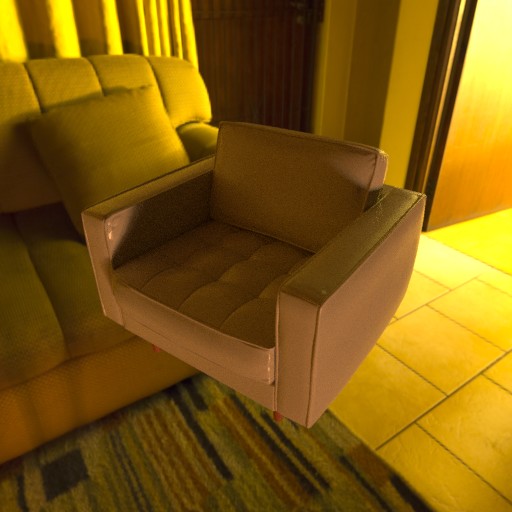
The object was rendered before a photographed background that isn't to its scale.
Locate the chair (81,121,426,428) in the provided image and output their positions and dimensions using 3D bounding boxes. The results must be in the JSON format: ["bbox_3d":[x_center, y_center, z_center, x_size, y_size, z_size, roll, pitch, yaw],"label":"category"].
[{"bbox_3d":[0.000,0.000,1.566,0.928,0.773,0.843,20,36,30],"label":"chair"}]
